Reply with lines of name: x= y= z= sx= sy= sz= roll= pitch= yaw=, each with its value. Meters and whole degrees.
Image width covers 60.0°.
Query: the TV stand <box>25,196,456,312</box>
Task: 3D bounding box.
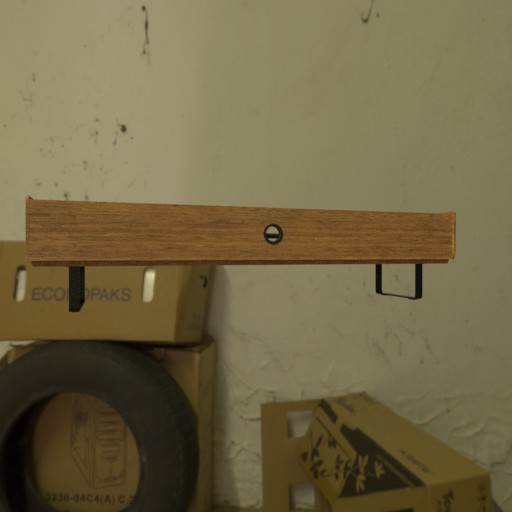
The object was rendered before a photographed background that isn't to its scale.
TV stand: x=0.000 y=0.000 z=1.999 sx=1.796 sy=0.415 sz=0.467 roll=0 pitch=0 yaw=-18
